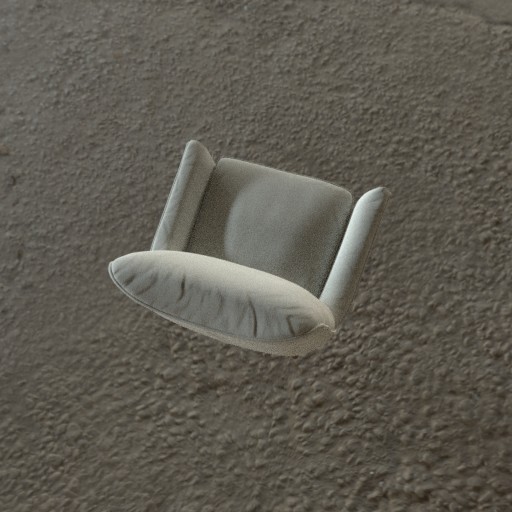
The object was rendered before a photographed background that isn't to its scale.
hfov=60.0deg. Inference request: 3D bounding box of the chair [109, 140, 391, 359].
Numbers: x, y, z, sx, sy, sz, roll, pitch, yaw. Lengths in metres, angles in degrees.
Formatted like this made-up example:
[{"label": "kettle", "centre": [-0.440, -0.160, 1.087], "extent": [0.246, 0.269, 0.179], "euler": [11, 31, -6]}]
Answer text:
[{"label": "chair", "centre": [0.000, 0.000, 1.521], "extent": [0.787, 0.888, 0.822], "euler": [16, 64, 8]}]
